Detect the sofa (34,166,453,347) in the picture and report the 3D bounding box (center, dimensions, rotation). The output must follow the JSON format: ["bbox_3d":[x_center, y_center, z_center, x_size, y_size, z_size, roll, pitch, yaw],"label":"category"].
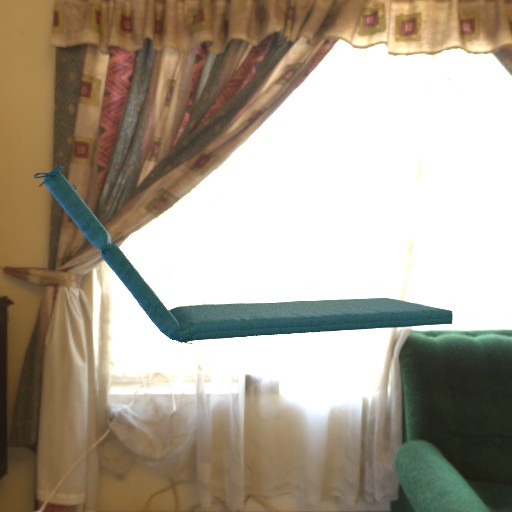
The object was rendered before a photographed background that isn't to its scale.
[{"bbox_3d":[0.000,0.000,1.931,1.663,0.622,0.582,0,2,-17],"label":"sofa"}]
